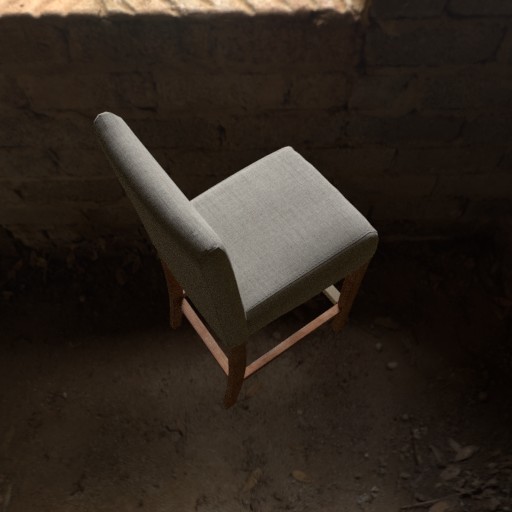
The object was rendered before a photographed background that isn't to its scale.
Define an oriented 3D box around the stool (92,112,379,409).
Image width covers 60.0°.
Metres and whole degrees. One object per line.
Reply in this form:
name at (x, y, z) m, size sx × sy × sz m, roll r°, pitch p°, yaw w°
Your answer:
stool at (0.000, 0.000, 1.332) m, size 0.567 × 1.039 × 0.454 m, roll -32°, pitch 63°, yaw -18°
